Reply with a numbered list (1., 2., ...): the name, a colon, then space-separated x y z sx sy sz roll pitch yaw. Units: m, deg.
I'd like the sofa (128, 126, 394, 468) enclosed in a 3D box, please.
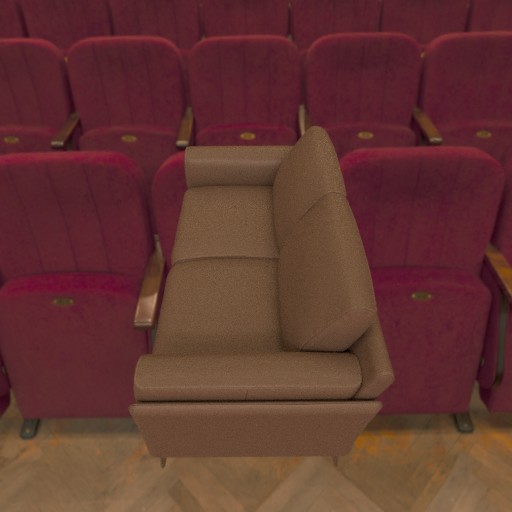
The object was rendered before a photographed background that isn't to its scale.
1. sofa: 0.000 0.000 2.598 1.049 0.930 2.101 0 42 0
